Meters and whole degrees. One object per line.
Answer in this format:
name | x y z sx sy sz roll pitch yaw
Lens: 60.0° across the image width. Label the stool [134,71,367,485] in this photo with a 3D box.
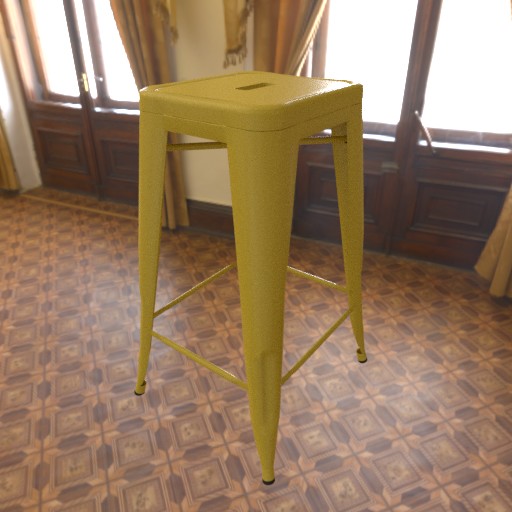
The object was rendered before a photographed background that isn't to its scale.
stool | 0.000 0.000 0.835 0.359 0.609 0.399 20 35 31
